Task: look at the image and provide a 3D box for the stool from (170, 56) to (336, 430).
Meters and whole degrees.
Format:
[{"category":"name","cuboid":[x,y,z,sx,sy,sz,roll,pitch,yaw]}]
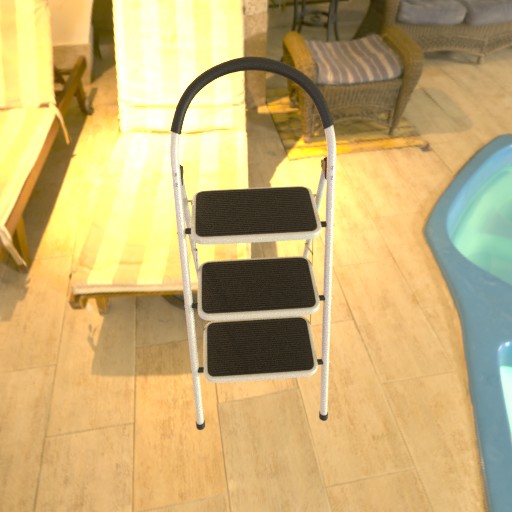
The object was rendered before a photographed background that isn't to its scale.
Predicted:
[{"category":"stool","cuboid":[0.000,0.000,1.460,0.485,1.109,0.676,-3,46,-3]}]
